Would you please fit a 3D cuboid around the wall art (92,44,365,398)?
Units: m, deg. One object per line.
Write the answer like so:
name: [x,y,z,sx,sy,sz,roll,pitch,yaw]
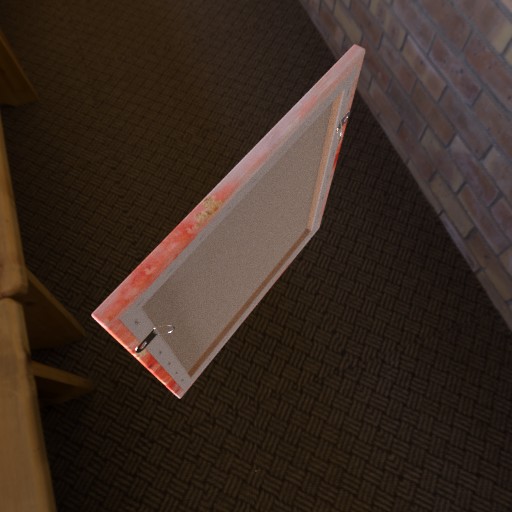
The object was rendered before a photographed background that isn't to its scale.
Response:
wall art: [0.000,0.000,1.322,0.066,0.878,0.878,35,69,15]
